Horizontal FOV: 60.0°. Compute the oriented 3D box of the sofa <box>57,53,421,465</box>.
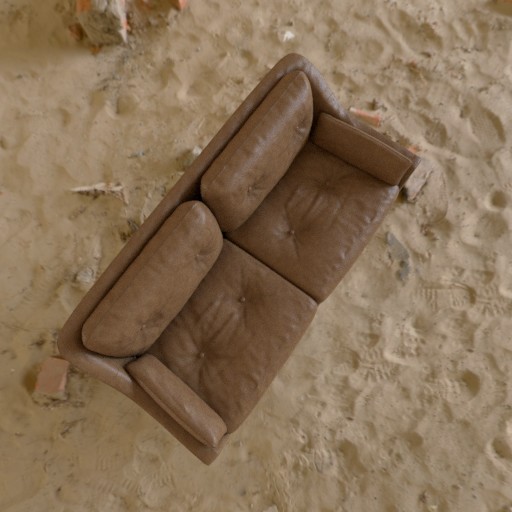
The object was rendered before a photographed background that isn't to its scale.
[{"bbox_3d":[0.000,0.000,2.349,0.904,0.839,1.902,35,79,8],"label":"sofa"}]
